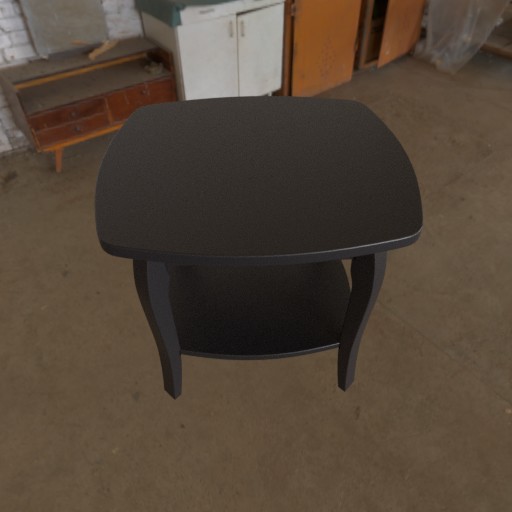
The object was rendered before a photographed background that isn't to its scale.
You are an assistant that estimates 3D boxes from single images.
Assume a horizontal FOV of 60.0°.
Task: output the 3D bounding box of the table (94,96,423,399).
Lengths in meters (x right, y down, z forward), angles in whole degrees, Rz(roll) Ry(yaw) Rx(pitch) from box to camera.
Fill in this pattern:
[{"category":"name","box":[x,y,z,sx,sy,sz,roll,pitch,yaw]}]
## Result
[{"category":"table","box":[0.000,0.000,0.892,0.508,0.457,0.457,-2,45,-2]}]
